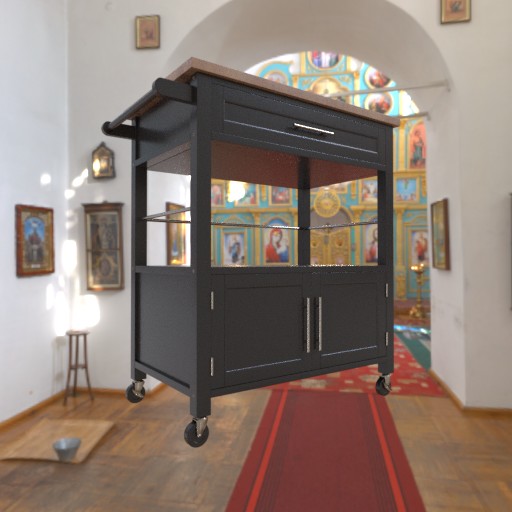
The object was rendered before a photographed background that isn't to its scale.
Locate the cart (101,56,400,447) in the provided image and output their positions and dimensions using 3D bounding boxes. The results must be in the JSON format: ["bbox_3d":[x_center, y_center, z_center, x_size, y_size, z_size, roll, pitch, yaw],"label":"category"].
[{"bbox_3d":[0.000,0.000,1.389,0.840,0.901,0.459,1,-1,-36],"label":"cart"}]
